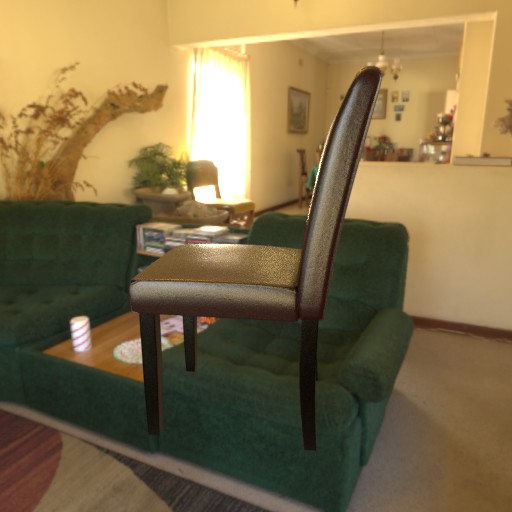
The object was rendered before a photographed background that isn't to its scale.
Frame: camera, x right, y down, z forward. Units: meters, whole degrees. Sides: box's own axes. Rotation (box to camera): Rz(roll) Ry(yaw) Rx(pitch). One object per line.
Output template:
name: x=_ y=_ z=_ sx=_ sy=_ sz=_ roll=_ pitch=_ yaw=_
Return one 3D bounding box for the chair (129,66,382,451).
chair: x=0.000 y=0.000 z=1.189 sx=0.556 sy=0.897 sz=0.399 roll=2 pitch=15 yaw=8
